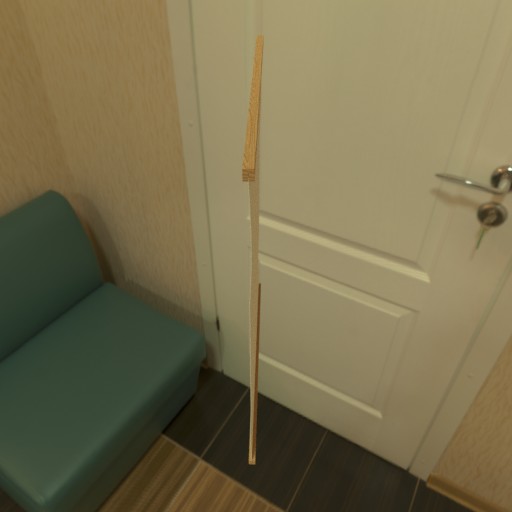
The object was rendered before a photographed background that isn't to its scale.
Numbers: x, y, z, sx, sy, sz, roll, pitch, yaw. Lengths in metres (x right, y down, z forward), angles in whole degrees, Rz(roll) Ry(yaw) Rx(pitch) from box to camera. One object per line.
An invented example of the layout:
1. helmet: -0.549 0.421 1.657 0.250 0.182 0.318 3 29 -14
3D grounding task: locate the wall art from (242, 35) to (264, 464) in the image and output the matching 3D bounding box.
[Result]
1. wall art: 0.000 0.000 0.784 0.011 0.605 0.458 1 41 1
